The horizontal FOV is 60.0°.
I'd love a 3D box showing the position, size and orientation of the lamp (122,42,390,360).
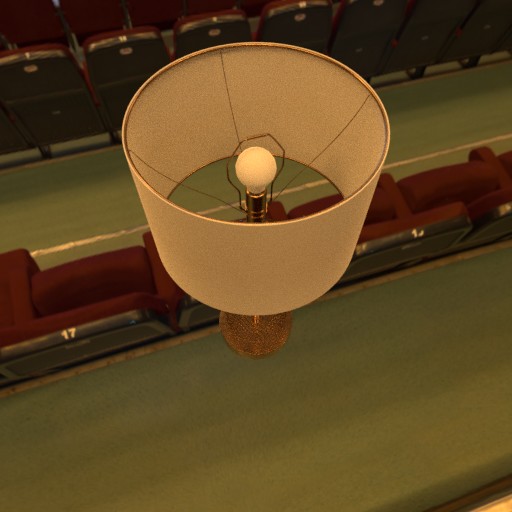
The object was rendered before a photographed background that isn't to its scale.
[{"bbox_3d":[0.000,0.000,0.625,0.252,0.483,0.252,-16,59,-10],"label":"lamp"}]
